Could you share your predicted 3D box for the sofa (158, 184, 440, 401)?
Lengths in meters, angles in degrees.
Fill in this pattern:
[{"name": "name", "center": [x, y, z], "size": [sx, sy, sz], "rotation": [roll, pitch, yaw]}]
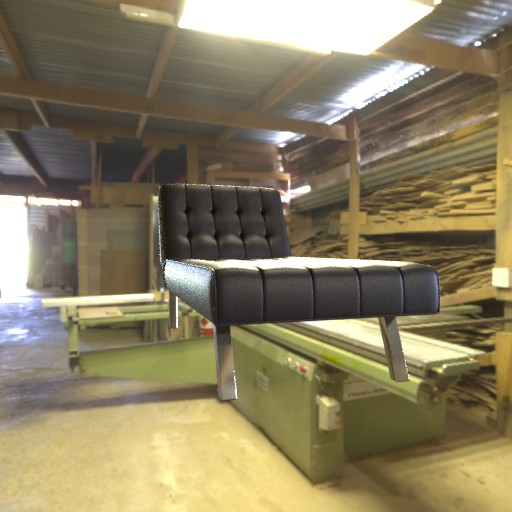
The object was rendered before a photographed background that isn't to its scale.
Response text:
[{"name": "sofa", "center": [0.000, 0.000, 2.036], "size": [0.760, 0.820, 1.560], "rotation": [0, 1, -18]}]
